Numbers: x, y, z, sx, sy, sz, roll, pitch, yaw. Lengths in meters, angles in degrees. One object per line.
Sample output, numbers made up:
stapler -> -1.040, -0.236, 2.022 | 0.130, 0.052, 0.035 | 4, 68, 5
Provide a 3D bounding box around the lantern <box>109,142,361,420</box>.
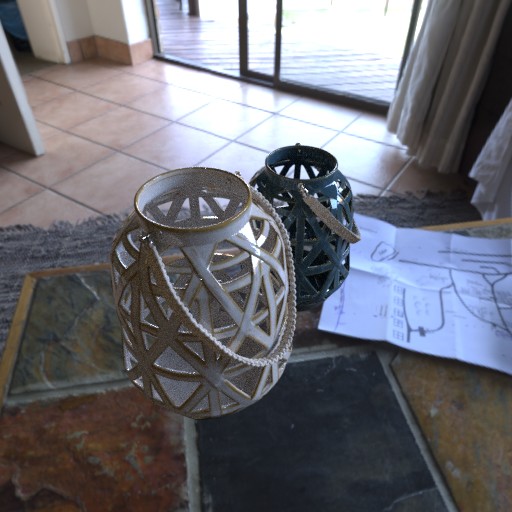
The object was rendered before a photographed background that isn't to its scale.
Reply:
lantern -> 0.000, 0.000, 0.634 | 0.245, 0.307, 0.439 | 25, 46, 26
